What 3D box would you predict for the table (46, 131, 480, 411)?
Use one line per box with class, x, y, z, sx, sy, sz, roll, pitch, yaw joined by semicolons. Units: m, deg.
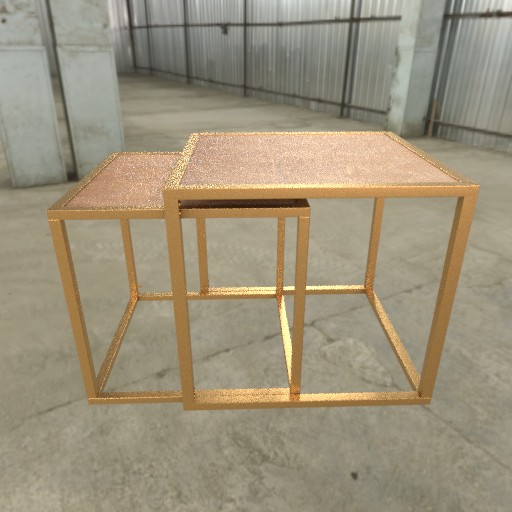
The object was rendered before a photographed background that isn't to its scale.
table;0.000;0.000;1.091;0.762;0.505;0.505;-1;26;-2
